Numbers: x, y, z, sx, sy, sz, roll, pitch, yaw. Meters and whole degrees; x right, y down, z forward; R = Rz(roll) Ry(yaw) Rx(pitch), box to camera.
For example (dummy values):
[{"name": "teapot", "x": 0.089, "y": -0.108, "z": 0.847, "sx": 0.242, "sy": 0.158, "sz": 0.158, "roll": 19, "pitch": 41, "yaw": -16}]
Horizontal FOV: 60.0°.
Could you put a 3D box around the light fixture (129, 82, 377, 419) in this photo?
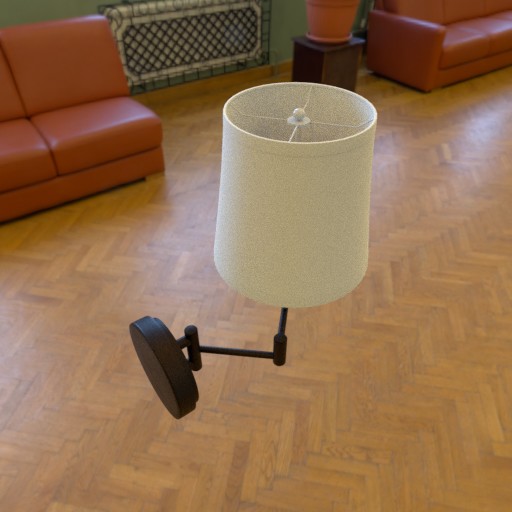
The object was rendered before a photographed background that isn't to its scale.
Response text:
[{"name": "light fixture", "x": 0.000, "y": 0.000, "z": 0.272, "sx": 0.157, "sy": 0.172, "sz": 0.100, "roll": -26, "pitch": 47, "yaw": -27}]
